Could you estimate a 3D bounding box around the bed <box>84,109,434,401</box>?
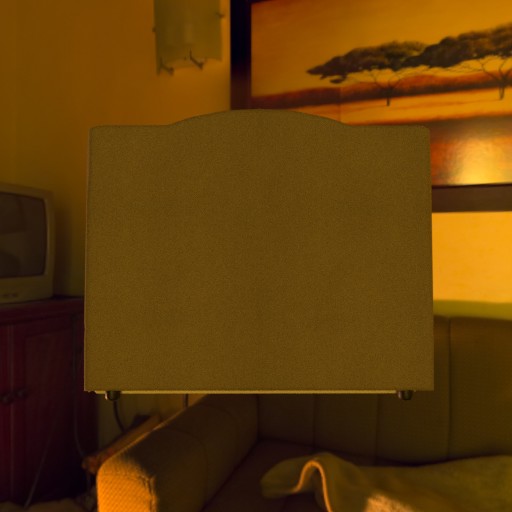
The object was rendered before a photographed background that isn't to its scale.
[{"bbox_3d":[0.000,0.000,3.214,1.744,1.441,2.128,0,0,0],"label":"bed"}]
